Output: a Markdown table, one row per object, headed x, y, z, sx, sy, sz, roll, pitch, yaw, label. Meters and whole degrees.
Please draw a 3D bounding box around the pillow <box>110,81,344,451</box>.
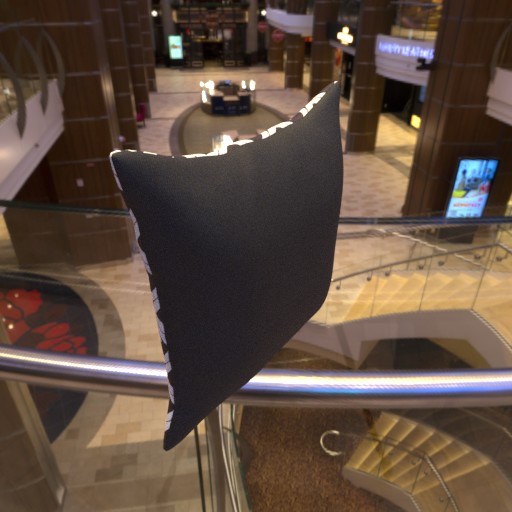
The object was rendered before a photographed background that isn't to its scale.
| x | y | z | sx | sy | sz | roll | pitch | yaw | label |
| --- | --- | --- | --- | --- | --- | --- | --- | --- | --- |
| 0.000 | 0.000 | 0.753 | 0.188 | 0.494 | 0.504 | 21 | 37 | 30 | pillow |
